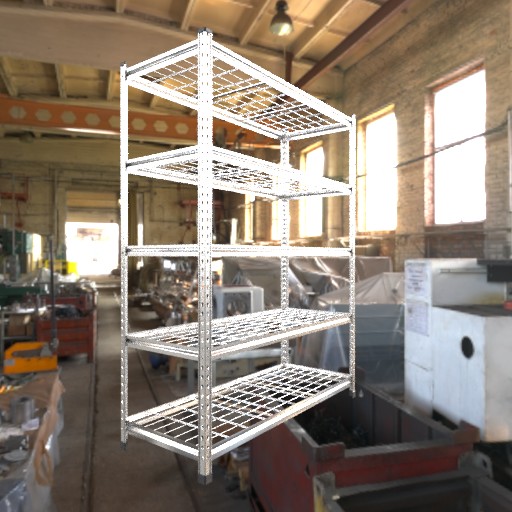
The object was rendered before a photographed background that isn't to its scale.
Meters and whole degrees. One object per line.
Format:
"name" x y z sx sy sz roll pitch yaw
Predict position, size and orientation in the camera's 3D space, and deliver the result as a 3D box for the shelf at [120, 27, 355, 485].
"shelf" 0.000 0.000 2.702 0.610 1.981 1.524 0 0 37
